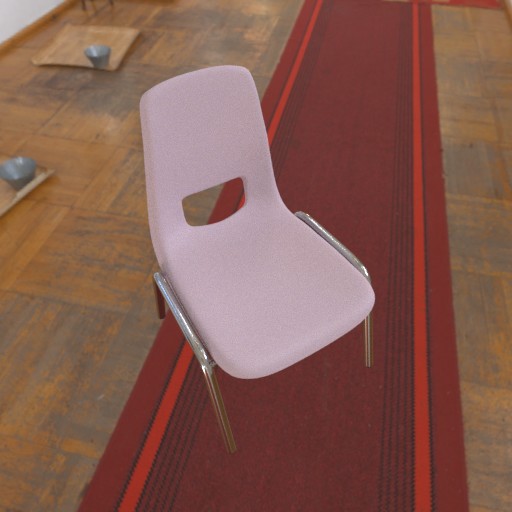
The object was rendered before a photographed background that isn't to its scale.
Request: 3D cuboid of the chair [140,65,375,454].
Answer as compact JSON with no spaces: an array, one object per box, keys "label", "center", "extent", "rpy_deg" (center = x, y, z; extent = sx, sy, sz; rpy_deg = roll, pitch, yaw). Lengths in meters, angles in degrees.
[{"label":"chair","center":[0.000,0.000,0.798],"extent":[0.354,0.536,0.385],"rpy_deg":[-24,51,-21]}]
